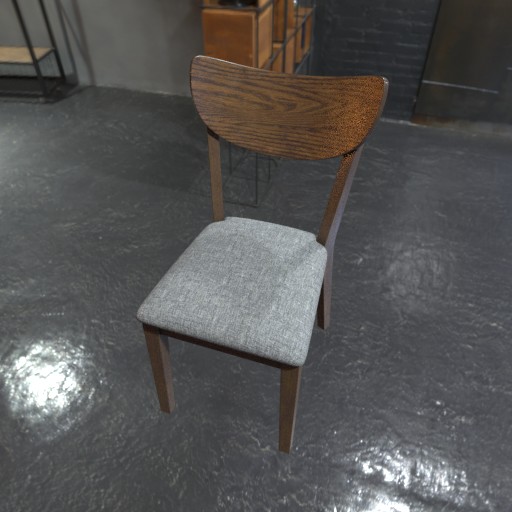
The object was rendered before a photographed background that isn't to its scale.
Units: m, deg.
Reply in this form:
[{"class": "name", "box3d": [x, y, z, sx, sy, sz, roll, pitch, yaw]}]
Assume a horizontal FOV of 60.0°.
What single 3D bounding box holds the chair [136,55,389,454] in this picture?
[{"class": "chair", "box3d": [0.000, 0.000, 1.183, 0.491, 0.849, 0.583, 13, 43, 14]}]
